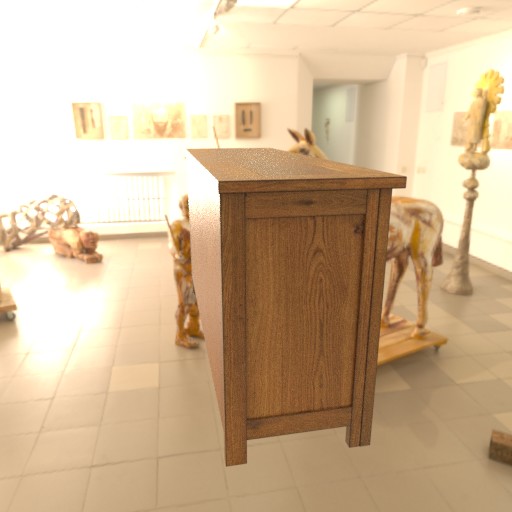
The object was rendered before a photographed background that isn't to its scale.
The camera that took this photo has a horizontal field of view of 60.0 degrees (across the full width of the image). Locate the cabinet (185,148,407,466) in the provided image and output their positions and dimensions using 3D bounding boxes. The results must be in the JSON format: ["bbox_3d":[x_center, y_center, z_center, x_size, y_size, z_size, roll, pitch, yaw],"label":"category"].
[{"bbox_3d":[0.000,0.000,1.867,0.480,0.813,1.474,-3,17,-11],"label":"cabinet"}]
